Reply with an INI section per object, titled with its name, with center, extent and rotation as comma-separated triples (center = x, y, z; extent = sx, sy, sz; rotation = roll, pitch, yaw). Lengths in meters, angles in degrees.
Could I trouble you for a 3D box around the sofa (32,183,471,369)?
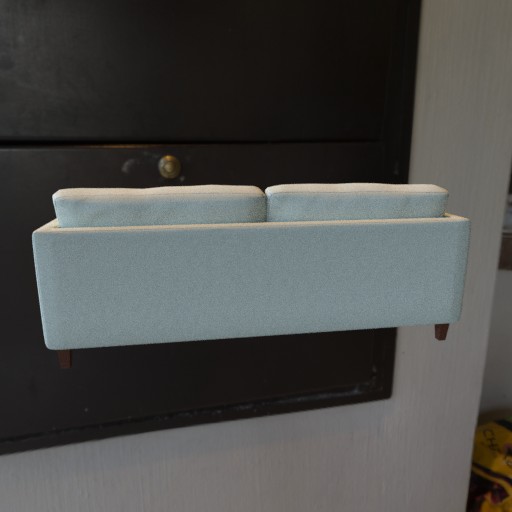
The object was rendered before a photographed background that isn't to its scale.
[sofa]
center = 0.000, 0.000, 2.889
extent = 2.434, 0.965, 0.948
rotation = -2, 14, -9
